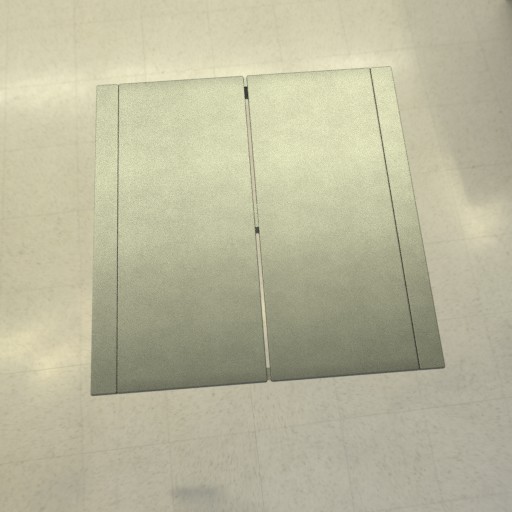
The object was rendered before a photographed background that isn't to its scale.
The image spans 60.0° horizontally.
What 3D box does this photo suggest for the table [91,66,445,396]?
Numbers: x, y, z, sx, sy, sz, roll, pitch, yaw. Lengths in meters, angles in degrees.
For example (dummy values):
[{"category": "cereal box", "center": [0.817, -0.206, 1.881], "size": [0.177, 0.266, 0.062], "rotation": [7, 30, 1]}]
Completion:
[{"category": "table", "center": [0.000, 0.000, 0.938], "size": [0.508, 0.508, 0.508], "rotation": [-4, 75, -1]}]
